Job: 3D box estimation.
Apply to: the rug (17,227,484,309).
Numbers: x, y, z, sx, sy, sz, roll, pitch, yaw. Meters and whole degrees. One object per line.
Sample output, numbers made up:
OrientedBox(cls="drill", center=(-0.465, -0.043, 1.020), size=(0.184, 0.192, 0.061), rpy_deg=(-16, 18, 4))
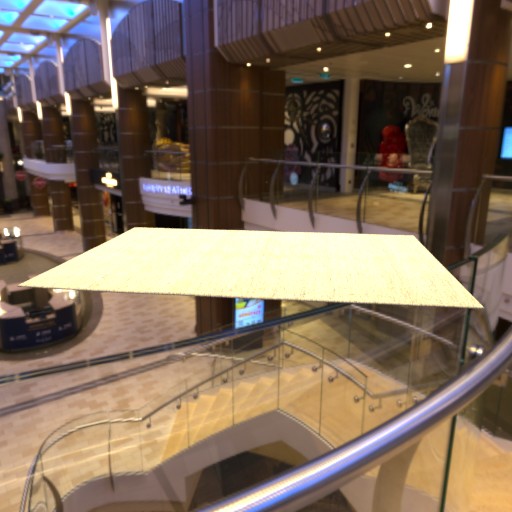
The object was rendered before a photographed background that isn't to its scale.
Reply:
OrientedBox(cls="rug", center=(0.000, 0.000, 2.333), size=(1.850, 0.015, 1.250), rpy_deg=(2, 15, 7))
